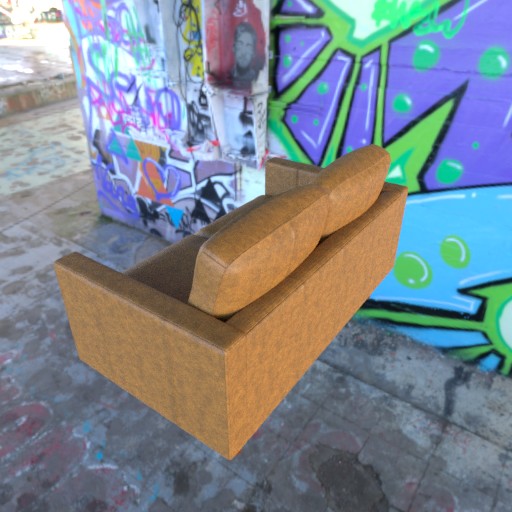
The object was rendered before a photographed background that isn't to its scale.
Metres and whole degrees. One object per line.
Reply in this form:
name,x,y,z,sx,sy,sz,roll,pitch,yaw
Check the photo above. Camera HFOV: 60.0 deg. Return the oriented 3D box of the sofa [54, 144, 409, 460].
sofa,0.000,0.000,2.177,0.909,0.951,1.578,20,36,30
